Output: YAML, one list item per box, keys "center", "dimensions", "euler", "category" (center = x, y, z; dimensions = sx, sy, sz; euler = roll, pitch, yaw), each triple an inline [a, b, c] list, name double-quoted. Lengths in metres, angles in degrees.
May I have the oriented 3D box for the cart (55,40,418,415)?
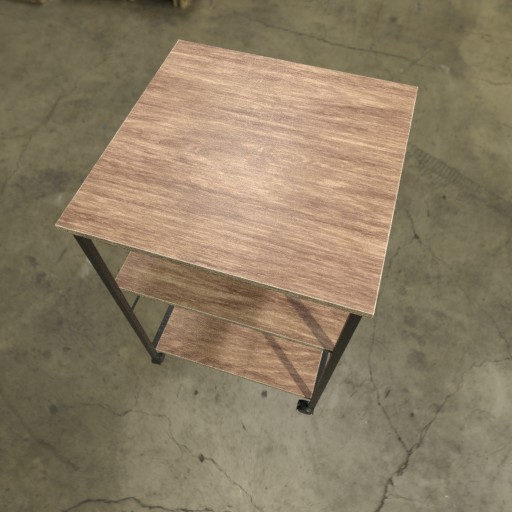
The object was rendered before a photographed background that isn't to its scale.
- center: [0.000, 0.000, 1.133]
  dimensions: [0.521, 0.762, 0.520]
  euler: [15, 60, 9]
  category: "cart"
